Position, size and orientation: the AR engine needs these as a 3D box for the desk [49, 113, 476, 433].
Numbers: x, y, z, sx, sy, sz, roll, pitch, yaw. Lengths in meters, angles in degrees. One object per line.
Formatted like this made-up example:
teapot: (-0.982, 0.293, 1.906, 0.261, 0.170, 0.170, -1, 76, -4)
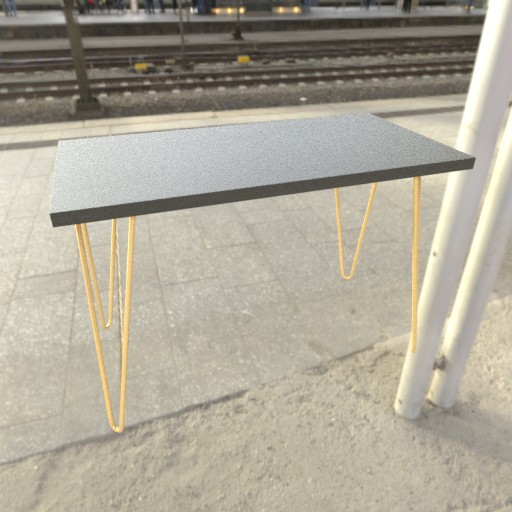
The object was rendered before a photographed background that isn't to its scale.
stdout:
desk: (0.000, 0.000, 1.340, 0.991, 0.660, 0.499, -10, 32, -16)
